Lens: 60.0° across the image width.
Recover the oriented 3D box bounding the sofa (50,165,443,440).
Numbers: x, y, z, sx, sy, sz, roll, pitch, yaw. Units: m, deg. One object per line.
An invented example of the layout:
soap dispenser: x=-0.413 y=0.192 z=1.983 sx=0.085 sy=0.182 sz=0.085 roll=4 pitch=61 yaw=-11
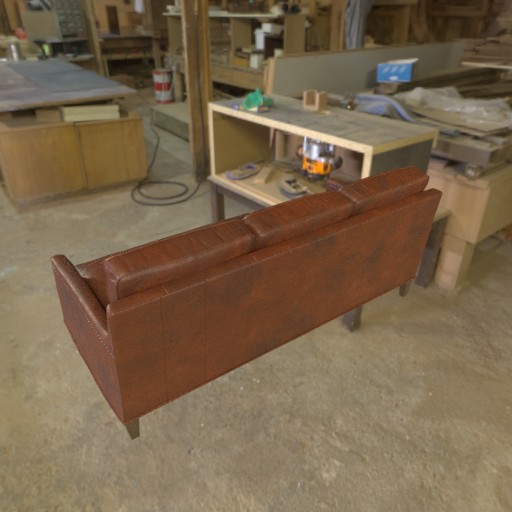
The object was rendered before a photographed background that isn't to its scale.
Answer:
sofa: x=0.000 y=0.000 z=2.805 sx=2.240 sy=1.003 sz=1.084 roll=-20 pitch=36 yaw=-30
